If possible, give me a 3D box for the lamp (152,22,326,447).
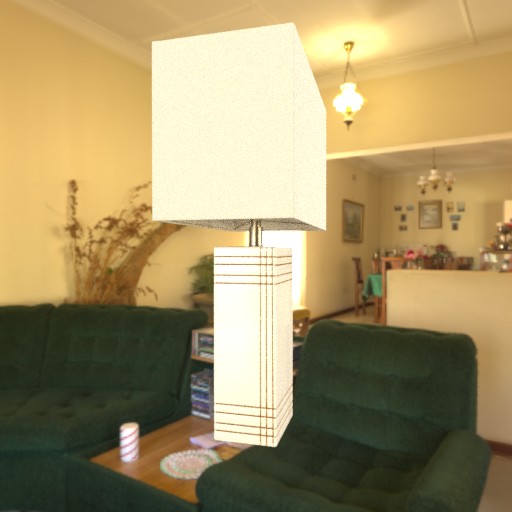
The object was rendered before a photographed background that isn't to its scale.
[{"bbox_3d":[0.000,0.000,0.696,0.182,0.543,0.334,0,1,15],"label":"lamp"}]
